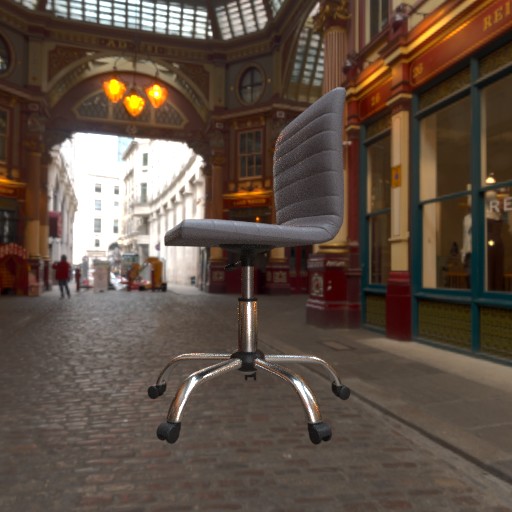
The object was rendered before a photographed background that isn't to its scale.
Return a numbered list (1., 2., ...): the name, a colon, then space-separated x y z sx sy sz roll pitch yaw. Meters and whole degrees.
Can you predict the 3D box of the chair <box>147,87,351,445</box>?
1. chair: 0.000 0.000 1.151 0.530 0.780 0.556 0 -1 -17
